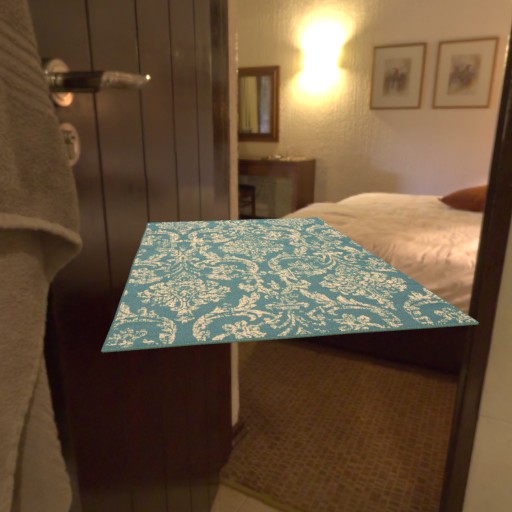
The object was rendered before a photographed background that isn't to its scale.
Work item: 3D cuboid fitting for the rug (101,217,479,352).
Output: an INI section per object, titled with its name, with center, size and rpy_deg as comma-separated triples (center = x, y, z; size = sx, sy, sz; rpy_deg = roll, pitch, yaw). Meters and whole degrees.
[rug]
center = 0.000, 0.000, 2.252
size = 1.211, 0.012, 1.833
rpy_deg = -3, 16, -9
